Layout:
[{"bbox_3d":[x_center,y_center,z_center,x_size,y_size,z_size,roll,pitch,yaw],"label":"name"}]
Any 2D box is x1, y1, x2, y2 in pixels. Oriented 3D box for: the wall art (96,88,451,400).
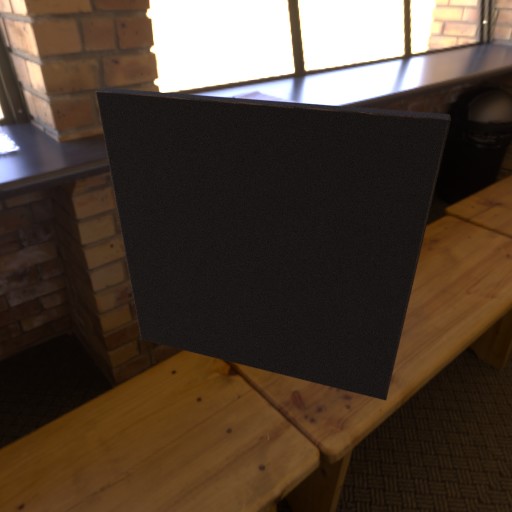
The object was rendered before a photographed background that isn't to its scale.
[{"bbox_3d":[0.000,0.000,0.450,0.304,0.303,0.015,10,33,16],"label":"wall art"}]
